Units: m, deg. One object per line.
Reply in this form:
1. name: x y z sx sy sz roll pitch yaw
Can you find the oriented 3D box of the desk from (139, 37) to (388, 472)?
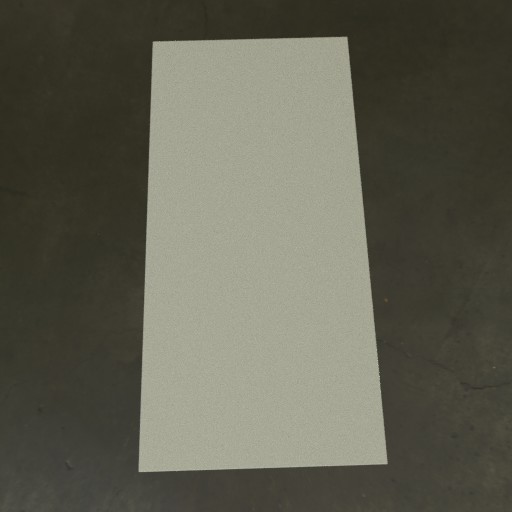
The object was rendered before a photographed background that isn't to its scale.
1. desk: 0.000 0.000 1.758 0.690 0.740 1.400 -2 76 0
